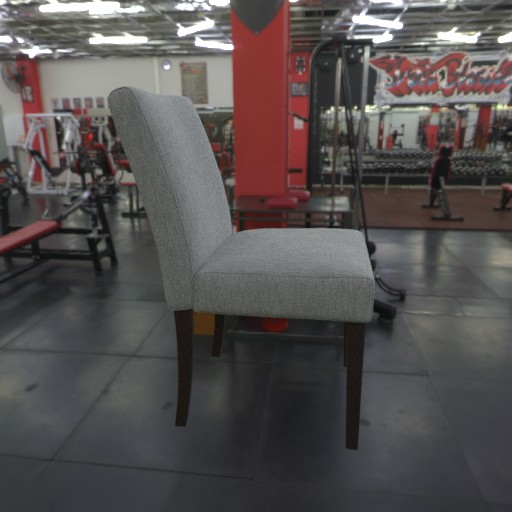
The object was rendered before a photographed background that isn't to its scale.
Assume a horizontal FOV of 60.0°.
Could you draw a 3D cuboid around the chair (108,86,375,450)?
[{"bbox_3d":[0.000,0.000,1.263,0.629,0.884,0.487,3,17,9],"label":"chair"}]
